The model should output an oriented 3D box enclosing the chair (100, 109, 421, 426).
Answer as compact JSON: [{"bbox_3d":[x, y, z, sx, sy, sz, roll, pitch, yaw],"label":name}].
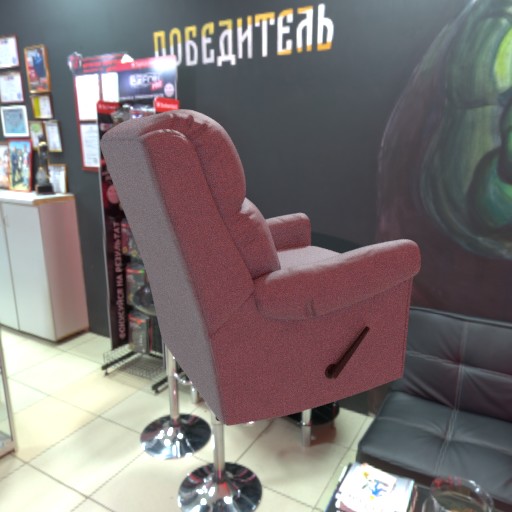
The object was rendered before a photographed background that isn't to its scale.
[{"bbox_3d":[0.000,0.000,1.749,1.014,1.054,0.838,-7,16,-26],"label":"chair"}]
